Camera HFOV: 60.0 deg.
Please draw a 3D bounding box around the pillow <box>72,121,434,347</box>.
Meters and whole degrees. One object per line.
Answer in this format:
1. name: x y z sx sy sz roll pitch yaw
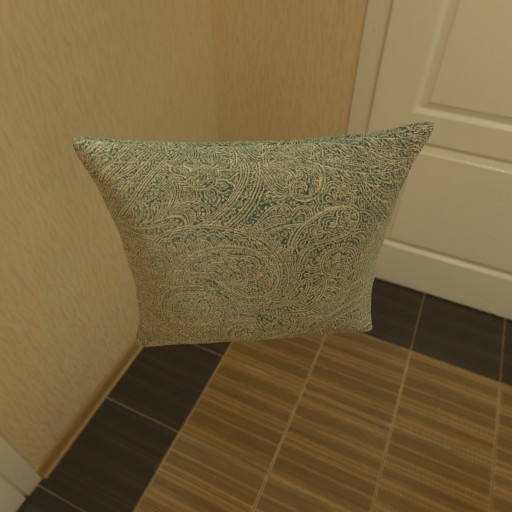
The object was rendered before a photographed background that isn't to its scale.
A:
1. pillow: 0.000 0.000 0.812 0.526 0.507 0.166 -3 46 -3
